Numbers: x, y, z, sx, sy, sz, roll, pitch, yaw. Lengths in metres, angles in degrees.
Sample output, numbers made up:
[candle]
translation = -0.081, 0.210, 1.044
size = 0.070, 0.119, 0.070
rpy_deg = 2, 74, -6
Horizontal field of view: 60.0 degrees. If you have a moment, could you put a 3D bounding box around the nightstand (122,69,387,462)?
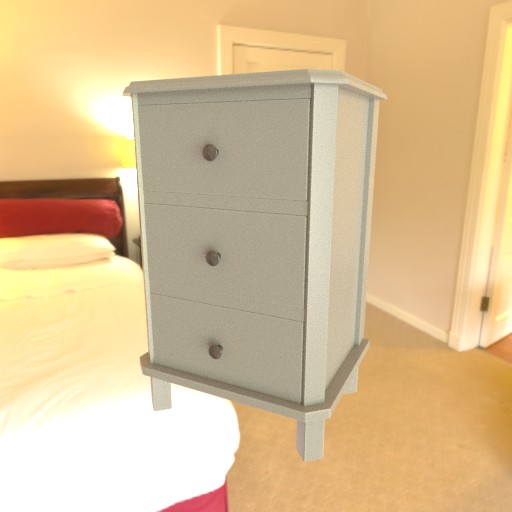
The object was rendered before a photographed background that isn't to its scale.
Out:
[nightstand]
translation = 0.000, 0.000, 0.946
size = 0.435, 0.680, 0.348
rpy_deg = 7, 16, 26
